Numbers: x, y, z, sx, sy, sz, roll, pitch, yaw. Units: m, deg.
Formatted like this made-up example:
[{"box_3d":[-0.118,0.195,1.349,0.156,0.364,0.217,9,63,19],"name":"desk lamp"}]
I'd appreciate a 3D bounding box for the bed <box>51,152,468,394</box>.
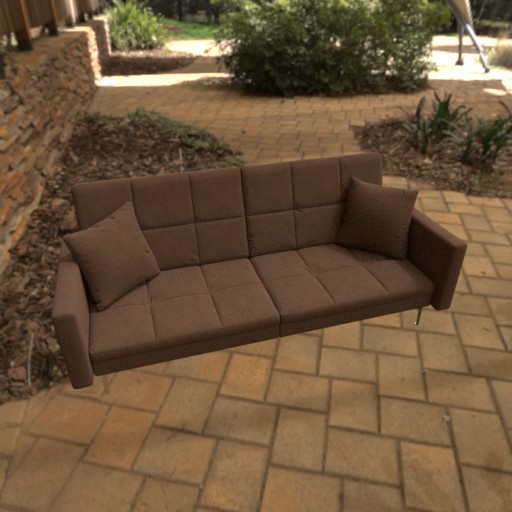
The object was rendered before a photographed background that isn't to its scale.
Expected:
[{"box_3d":[0.000,0.000,2.352,1.905,0.787,0.889,-9,32,-15],"name":"bed"}]
